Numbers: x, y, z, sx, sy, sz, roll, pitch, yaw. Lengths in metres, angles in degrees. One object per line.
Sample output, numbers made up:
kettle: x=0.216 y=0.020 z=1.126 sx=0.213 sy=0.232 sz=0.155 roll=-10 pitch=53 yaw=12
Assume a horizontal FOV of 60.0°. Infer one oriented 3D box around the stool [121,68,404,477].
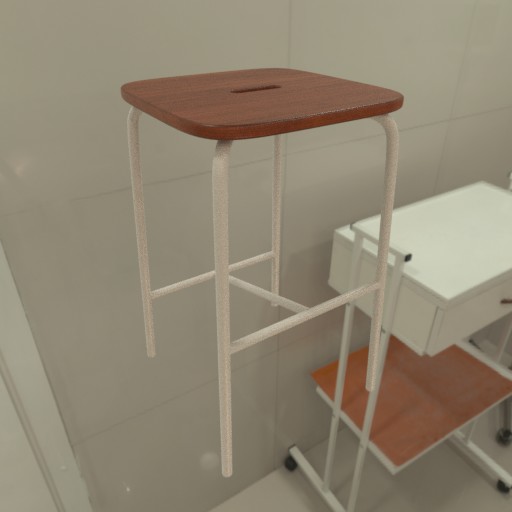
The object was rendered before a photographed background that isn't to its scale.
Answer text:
stool: x=0.000 y=0.000 z=0.850 sx=0.376 sy=0.610 sz=0.376 roll=-19 pitch=36 yaw=-28
